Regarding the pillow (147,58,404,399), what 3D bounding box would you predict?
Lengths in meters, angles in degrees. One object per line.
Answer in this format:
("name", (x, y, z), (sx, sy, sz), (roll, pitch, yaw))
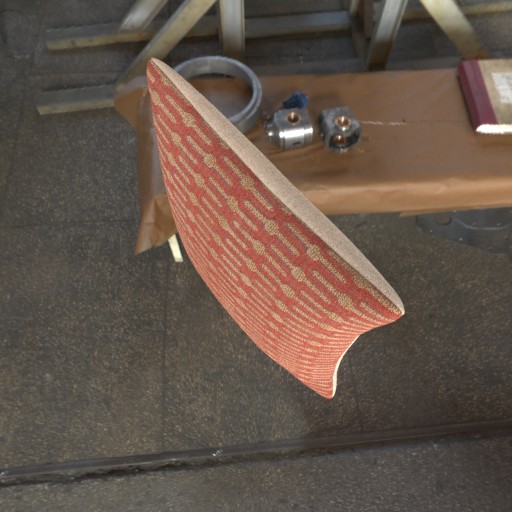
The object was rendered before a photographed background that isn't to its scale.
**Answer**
("pillow", (0.000, 0.000, 0.782), (0.182, 0.503, 0.511), (-35, 69, -16))
